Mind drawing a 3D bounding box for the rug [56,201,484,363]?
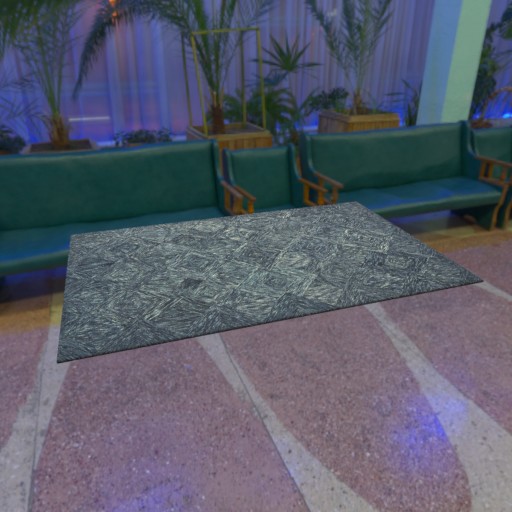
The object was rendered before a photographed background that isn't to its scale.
[{"bbox_3d":[0.000,0.000,2.900,2.330,0.017,1.478,-8,27,-16],"label":"rug"}]
